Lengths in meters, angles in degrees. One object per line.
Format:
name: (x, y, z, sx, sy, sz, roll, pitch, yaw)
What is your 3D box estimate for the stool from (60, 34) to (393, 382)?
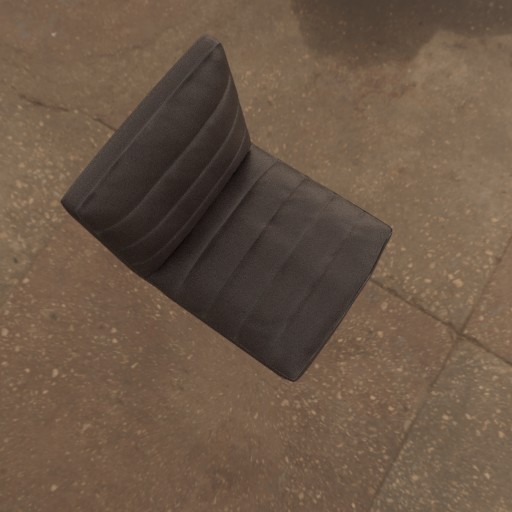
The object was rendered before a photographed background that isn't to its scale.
stool: (0.000, 0.000, 1.227, 0.562, 0.946, 0.463, 34, 78, 8)
